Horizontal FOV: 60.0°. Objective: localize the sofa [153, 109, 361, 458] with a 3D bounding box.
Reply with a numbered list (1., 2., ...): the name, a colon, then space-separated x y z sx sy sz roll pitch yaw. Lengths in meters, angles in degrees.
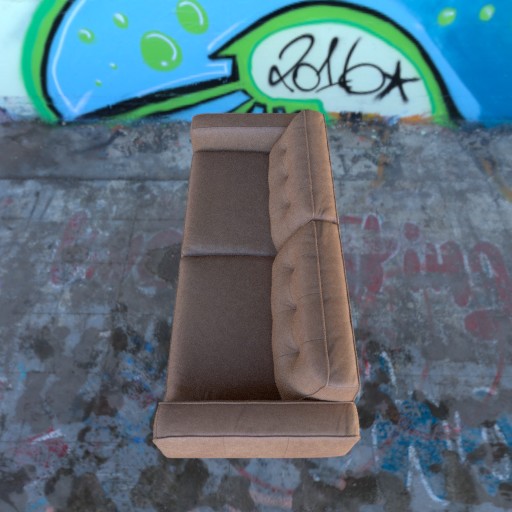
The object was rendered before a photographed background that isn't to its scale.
1. sofa: 0.000 0.000 2.747 0.953 0.780 2.270 0 56 0
